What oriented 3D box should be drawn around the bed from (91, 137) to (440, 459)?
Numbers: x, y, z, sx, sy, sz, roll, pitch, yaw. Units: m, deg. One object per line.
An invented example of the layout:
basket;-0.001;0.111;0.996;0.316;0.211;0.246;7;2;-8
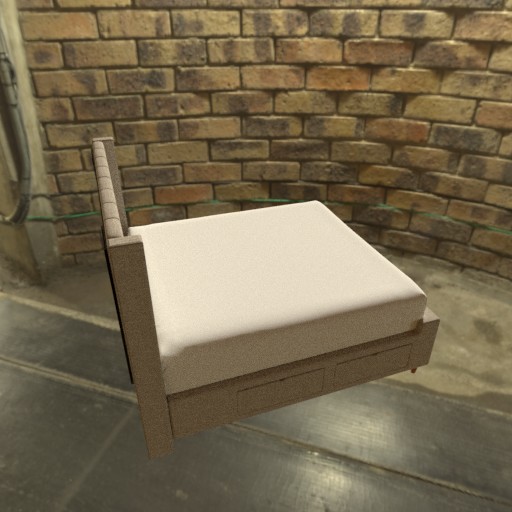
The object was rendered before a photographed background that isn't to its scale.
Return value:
bed;0.000;0.000;3.842;2.372;1.748;2.044;-11;33;-17
